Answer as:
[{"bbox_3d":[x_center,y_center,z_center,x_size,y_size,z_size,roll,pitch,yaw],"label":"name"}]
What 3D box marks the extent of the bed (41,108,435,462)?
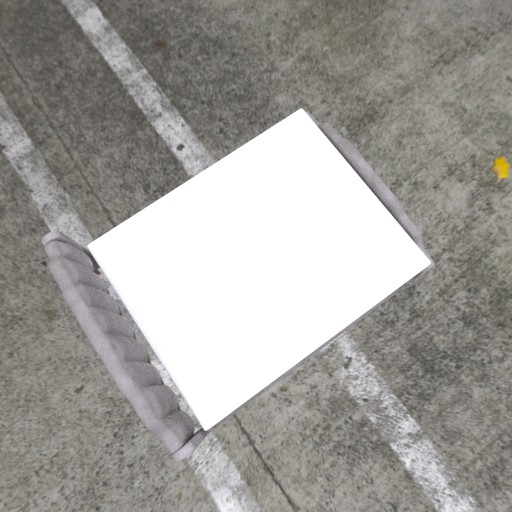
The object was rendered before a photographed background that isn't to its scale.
[{"bbox_3d":[0.000,0.000,3.309,2.340,1.245,1.676,-35,78,-8],"label":"bed"}]
